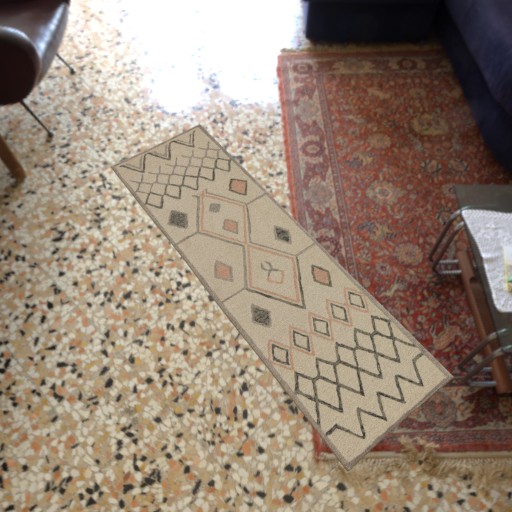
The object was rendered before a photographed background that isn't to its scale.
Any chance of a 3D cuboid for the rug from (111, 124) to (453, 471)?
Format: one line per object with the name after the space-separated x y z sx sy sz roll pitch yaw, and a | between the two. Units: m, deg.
0.000 0.000 2.716 0.750 0.011 2.435 -32 62 -19 | rug
